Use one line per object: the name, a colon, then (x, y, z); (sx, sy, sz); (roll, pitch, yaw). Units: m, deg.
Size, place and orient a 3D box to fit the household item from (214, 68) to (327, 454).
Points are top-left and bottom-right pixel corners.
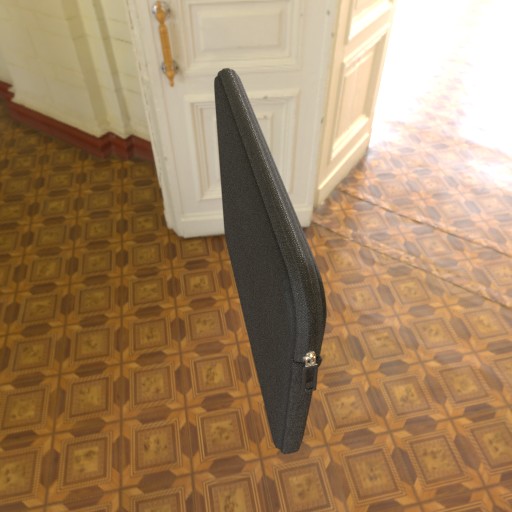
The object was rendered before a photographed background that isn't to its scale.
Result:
household item: (0.000, 0.000, 0.520); (0.030, 0.305, 0.396); (-9, 48, -8)
